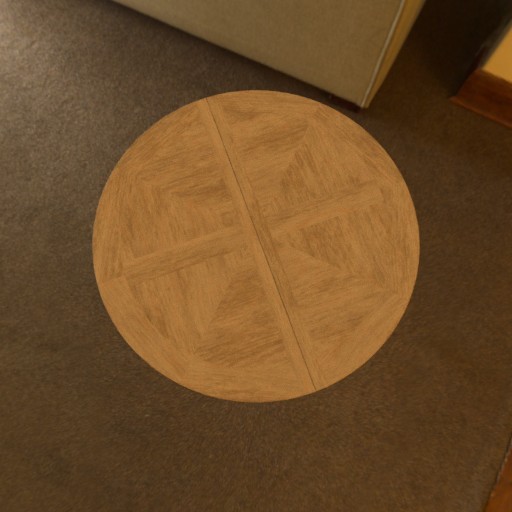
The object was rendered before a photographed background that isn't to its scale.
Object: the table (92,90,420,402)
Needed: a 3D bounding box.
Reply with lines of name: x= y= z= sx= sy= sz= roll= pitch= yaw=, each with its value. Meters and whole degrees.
table: x=0.000 y=0.000 z=2.162 sx=1.319 sy=0.762 sz=1.319 roll=0 pitch=75 yaw=0
